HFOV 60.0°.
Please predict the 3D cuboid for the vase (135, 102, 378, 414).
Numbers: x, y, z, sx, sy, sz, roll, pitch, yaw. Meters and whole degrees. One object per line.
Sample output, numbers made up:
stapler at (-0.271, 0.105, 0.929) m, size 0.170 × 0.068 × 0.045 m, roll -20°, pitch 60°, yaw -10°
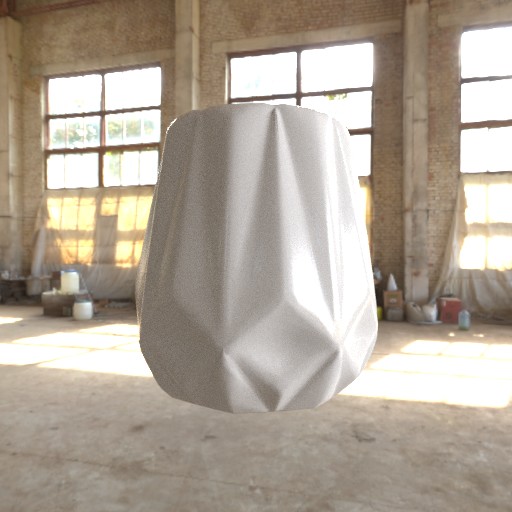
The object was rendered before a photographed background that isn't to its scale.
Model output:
vase at (0.000, 0.000, 0.265) m, size 0.141 × 0.152 × 0.141 m, roll 0°, pitch 1°, yaw 0°
